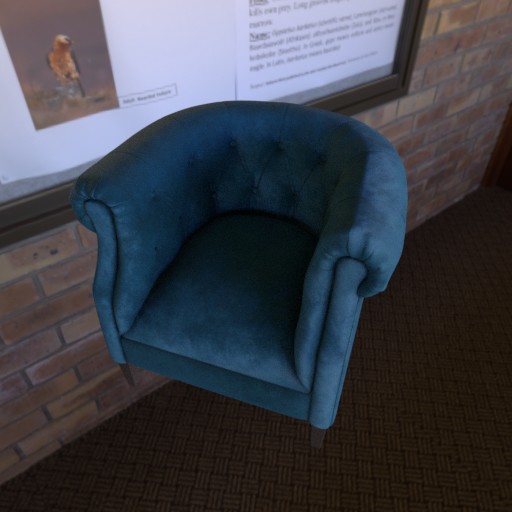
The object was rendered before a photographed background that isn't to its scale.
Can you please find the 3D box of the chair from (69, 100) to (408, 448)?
[{"bbox_3d":[0.000,0.000,1.547,0.904,0.826,0.851,13,43,15],"label":"chair"}]
